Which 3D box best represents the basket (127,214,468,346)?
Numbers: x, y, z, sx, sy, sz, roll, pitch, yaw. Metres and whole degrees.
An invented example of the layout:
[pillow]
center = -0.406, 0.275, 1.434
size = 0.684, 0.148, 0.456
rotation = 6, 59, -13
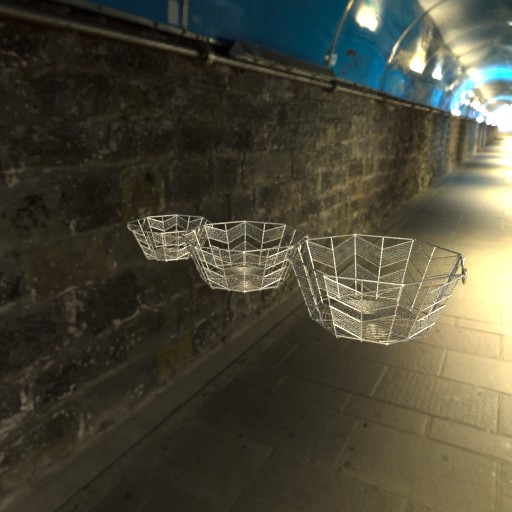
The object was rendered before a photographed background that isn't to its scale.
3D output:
[basket]
center = 0.000, 0.000, 1.391
size = 1.246, 0.178, 0.432
rotation = 15, 22, 42
